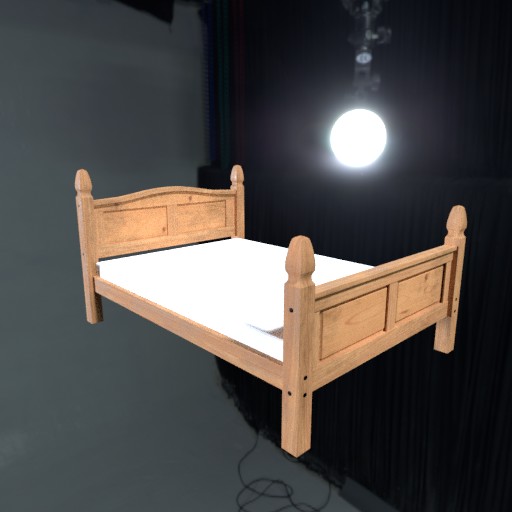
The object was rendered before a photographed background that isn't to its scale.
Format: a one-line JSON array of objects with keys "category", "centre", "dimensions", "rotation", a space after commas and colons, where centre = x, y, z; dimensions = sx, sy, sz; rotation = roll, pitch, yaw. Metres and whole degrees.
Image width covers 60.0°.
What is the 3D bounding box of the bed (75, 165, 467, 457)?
[{"category": "bed", "centre": [0.000, 0.000, 2.913], "dimensions": [1.490, 1.100, 2.069], "rotation": [-12, 18, -42]}]
